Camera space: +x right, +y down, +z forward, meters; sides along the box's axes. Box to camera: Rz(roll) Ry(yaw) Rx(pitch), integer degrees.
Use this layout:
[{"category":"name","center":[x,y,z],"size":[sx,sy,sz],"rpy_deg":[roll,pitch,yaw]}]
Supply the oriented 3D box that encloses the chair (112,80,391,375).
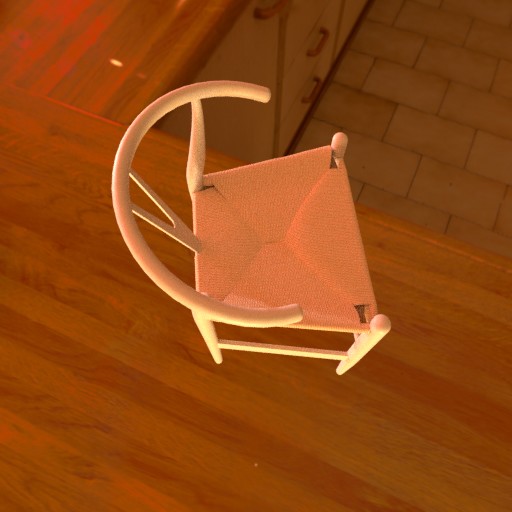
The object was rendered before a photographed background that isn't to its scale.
[{"category":"chair","center":[0.000,0.000,1.097],"size":[0.500,0.736,0.533],"rpy_deg":[-5,65,-2]}]
